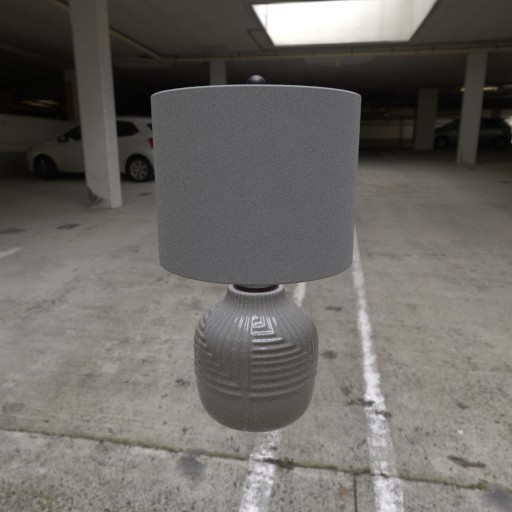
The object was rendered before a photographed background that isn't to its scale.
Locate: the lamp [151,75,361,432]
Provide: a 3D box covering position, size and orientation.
[{"bbox_3d":[0.000,0.000,0.744,0.318,0.567,0.318,0,14,0],"label":"lamp"}]
